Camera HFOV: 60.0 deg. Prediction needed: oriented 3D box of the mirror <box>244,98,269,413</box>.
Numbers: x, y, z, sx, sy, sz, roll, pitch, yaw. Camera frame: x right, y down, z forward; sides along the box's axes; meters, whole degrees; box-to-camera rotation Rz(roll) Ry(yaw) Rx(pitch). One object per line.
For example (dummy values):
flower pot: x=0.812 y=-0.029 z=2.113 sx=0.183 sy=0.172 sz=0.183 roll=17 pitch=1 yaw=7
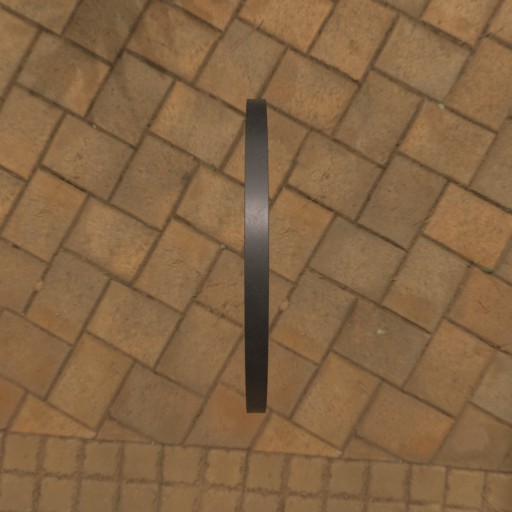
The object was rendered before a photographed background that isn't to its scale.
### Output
mirror: x=0.000 y=0.000 z=0.845 sx=0.032 sy=0.565 sz=0.565 roll=0 pitch=90 yaw=0
